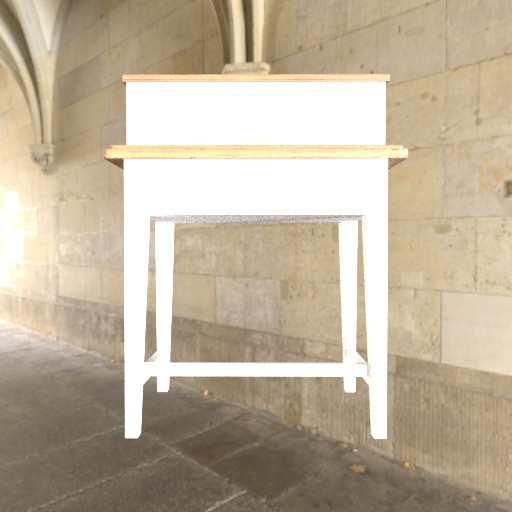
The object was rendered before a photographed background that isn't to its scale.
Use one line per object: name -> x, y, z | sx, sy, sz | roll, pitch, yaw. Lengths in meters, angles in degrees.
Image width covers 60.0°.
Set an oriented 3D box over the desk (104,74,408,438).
desk -> 0.000, 0.000, 1.421 | 0.814, 0.981, 0.462 | 0, 1, 0
